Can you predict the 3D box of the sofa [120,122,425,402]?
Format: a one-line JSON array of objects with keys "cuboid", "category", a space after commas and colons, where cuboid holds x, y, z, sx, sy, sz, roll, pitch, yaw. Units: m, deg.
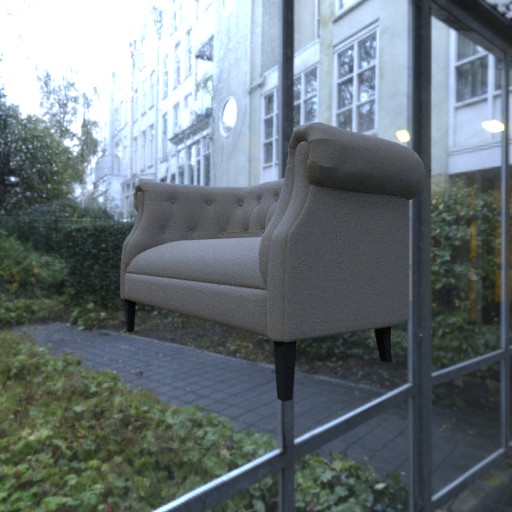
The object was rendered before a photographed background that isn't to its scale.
[{"cuboid": [0.000, 0.000, 2.058, 0.835, 0.827, 1.558, 0, 1, -35], "category": "sofa"}]
